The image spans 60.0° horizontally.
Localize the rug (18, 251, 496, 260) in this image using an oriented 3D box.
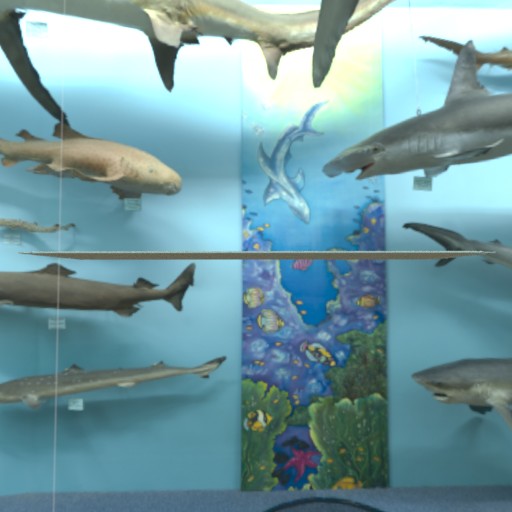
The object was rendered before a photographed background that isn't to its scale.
[{"bbox_3d":[0.000,0.000,2.656,2.480,0.013,0.786,0,-3,1],"label":"rug"}]
